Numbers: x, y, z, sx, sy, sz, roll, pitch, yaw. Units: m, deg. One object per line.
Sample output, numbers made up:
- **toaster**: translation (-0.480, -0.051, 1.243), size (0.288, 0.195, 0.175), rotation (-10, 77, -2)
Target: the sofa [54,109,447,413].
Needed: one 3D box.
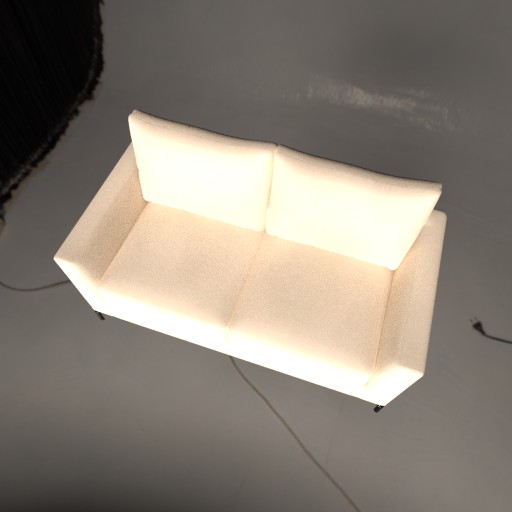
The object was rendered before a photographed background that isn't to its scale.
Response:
- **sofa**: translation (0.000, 0.000, 2.323), size (1.739, 0.995, 0.906), rotation (16, 60, 10)
